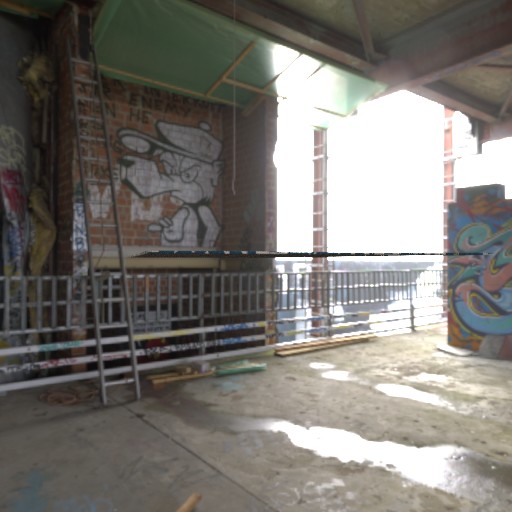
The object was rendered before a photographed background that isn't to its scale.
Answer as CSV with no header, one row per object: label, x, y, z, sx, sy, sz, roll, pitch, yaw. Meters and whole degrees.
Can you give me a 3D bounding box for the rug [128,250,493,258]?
rug,0.000,0.000,2.289,1.220,0.007,1.828,0,-1,-18
